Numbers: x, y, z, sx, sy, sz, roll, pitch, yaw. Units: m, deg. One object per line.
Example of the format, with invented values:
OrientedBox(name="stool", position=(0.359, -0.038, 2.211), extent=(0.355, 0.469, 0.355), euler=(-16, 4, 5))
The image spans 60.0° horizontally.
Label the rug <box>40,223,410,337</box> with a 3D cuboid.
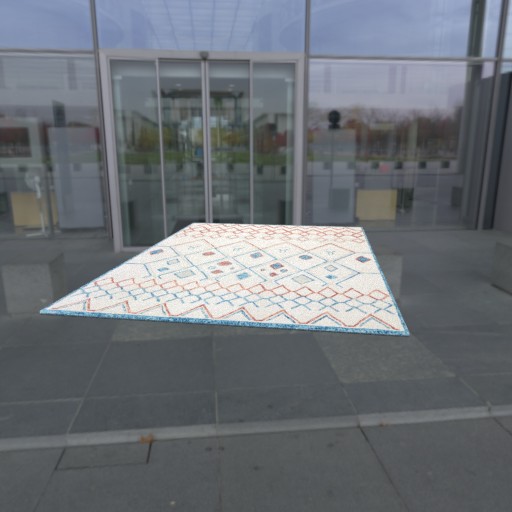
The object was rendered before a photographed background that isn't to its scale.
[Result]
OrientedBox(name="rug", position=(0.000, 0.000, 2.300), extent=(1.219, 0.016, 1.829), euler=(2, 14, 9))
